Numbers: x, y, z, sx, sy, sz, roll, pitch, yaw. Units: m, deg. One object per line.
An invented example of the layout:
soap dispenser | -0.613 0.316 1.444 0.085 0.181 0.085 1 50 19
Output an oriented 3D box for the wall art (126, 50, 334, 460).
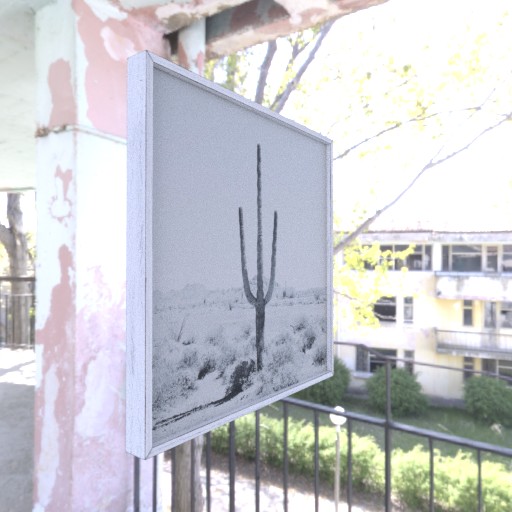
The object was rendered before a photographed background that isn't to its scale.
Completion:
wall art | 0.000 0.000 0.763 0.038 0.508 0.508 -1 -1 37
